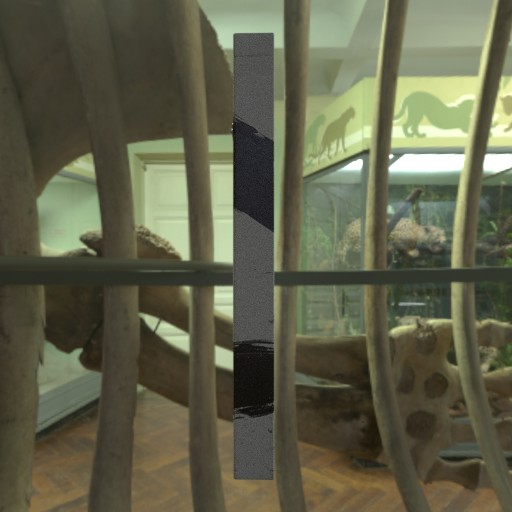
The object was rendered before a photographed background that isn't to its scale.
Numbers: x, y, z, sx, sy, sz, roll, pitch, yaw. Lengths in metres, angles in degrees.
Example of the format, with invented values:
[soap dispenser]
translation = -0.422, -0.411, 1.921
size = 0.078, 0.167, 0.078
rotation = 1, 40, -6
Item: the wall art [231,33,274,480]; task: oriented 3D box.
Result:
[wall art]
translation = 0.000, 0.000, 0.753
size = 0.050, 0.508, 0.507
rotation = 0, 0, 1
